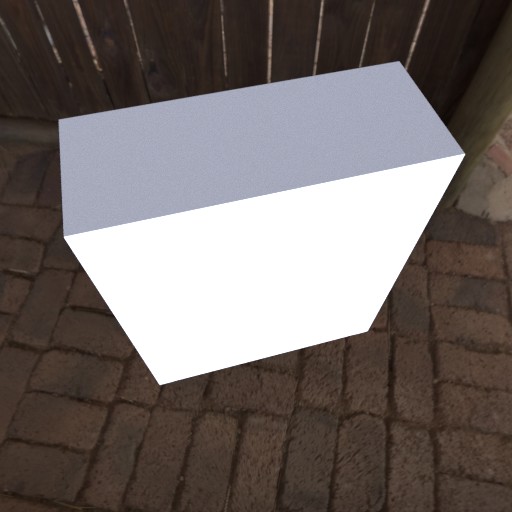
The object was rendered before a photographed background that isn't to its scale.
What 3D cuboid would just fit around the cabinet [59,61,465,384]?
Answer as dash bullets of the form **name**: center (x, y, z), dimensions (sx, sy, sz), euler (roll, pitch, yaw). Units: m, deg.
- **cabinet**: center (0.000, 0.000, 1.671), dimensions (1.000, 1.190, 0.400), euler (-13, 59, -8)
